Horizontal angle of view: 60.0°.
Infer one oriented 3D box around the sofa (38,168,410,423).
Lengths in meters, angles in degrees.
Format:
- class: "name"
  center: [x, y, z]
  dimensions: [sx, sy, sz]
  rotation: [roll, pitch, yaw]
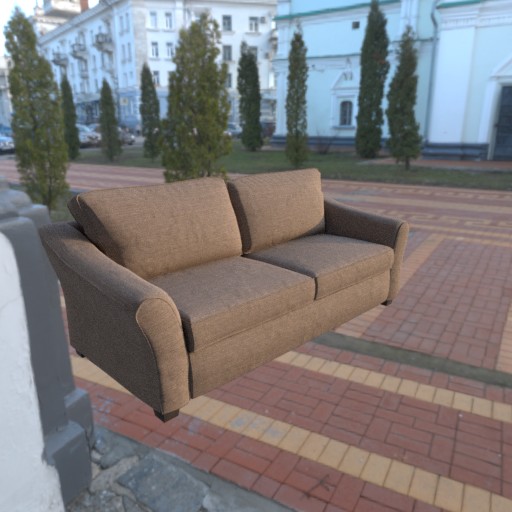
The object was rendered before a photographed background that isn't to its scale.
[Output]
- class: "sofa"
  center: [0.000, 0.000, 2.797]
  dimensions: [2.270, 0.965, 0.980]
  rotation: [-15, 22, -42]
